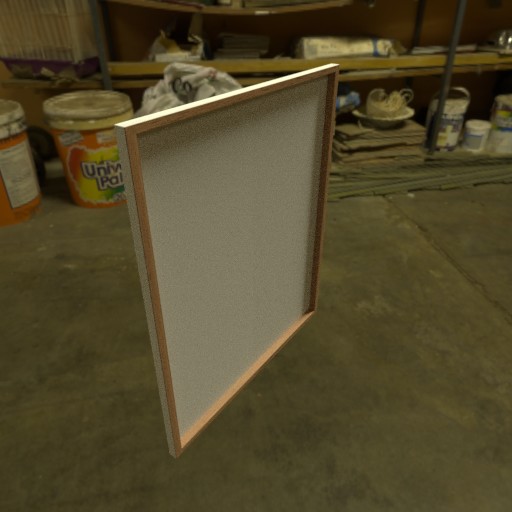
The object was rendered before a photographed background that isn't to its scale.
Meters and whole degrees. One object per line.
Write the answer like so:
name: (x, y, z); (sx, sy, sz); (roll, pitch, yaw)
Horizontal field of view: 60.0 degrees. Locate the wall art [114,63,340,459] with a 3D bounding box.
wall art: (0.000, 0.000, 0.976); (0.021, 0.710, 0.609); (21, 38, 30)
